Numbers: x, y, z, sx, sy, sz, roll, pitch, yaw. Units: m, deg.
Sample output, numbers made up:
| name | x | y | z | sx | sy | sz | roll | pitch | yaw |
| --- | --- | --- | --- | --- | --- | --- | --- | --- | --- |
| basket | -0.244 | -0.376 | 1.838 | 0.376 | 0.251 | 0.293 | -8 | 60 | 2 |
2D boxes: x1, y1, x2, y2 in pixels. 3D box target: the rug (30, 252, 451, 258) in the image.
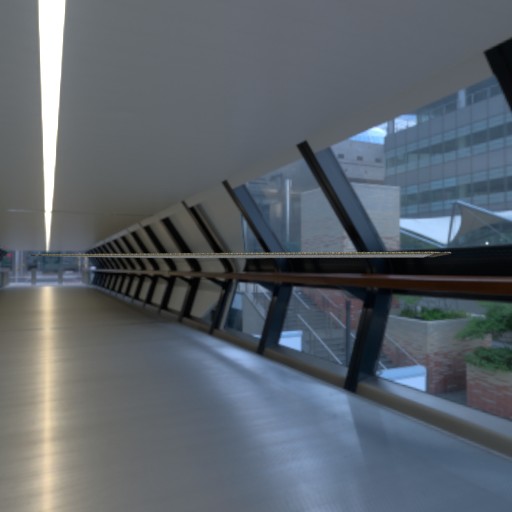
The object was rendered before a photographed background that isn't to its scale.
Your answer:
| name | x | y | z | sx | sy | sz | roll | pitch | yaw |
| --- | --- | --- | --- | --- | --- | --- | --- | --- | --- |
| rug | 0.000 | 0.000 | 2.344 | 1.802 | 0.008 | 1.247 | 0 | -1 | 19 |
